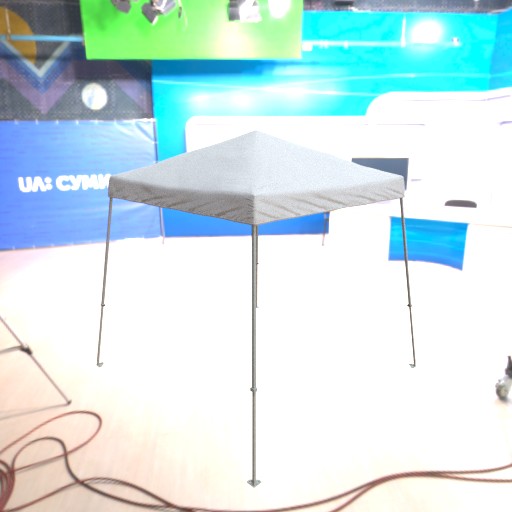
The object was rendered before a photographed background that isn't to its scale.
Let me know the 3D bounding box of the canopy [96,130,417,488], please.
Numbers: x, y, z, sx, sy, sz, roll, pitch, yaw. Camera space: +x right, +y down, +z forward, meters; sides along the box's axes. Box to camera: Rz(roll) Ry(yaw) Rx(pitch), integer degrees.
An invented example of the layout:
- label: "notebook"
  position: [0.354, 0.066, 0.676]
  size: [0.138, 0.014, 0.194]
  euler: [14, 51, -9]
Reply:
- label: "canopy"
  position: [0.000, 0.000, 5.202]
  size: [2.850, 2.850, 2.849]
  euler: [-14, 21, -43]
